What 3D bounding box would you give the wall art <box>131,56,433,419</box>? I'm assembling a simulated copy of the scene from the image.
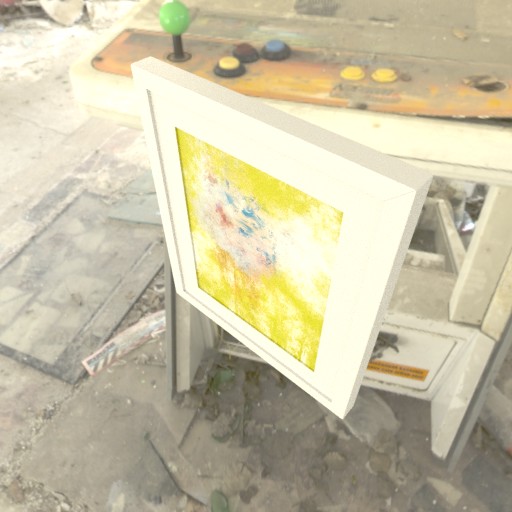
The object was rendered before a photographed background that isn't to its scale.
[{"bbox_3d":[0.000,0.000,0.537,0.331,0.381,0.028,32,54,27],"label":"wall art"}]
